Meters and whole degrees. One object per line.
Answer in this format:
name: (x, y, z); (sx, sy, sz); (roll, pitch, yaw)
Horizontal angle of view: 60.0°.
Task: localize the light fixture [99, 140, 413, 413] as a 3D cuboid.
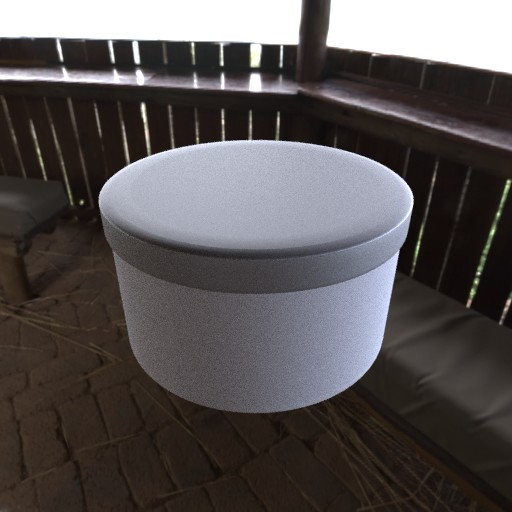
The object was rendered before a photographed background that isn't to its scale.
light fixture: (0.000, 0.000, 0.635); (0.393, 0.229, 0.393); (0, 30, 0)
